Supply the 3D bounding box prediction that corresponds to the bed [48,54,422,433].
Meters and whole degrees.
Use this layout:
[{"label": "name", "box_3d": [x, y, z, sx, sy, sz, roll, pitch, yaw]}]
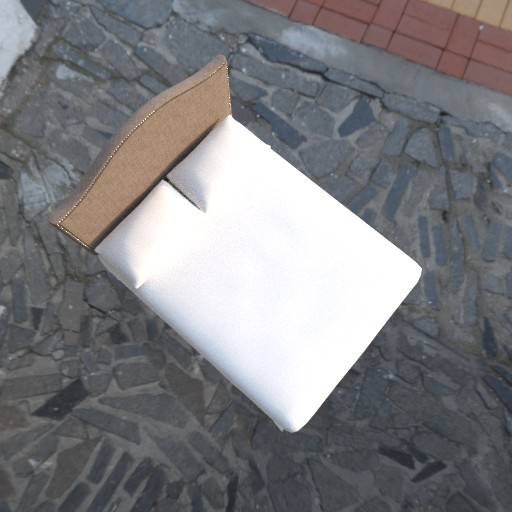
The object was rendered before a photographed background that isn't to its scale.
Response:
[{"label": "bed", "box_3d": [0.000, 0.000, 3.324, 2.153, 1.518, 1.713, 40, 79, 10]}]
